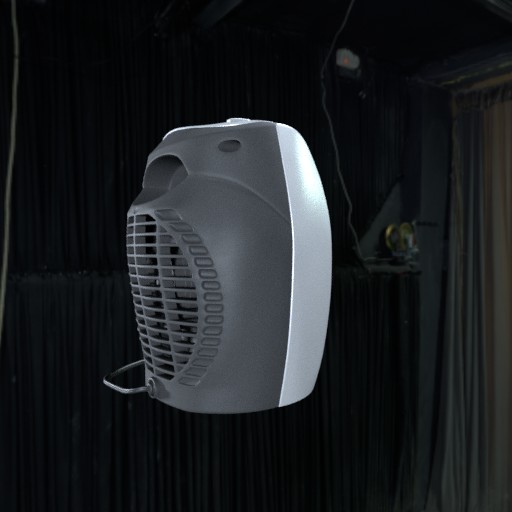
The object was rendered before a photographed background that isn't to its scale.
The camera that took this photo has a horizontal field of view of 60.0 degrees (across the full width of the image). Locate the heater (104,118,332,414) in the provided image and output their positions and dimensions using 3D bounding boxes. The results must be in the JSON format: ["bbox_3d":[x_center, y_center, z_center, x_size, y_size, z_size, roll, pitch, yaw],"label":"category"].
[{"bbox_3d":[0.000,0.000,0.465,0.291,0.240,0.239,-1,1,-37],"label":"heater"}]
